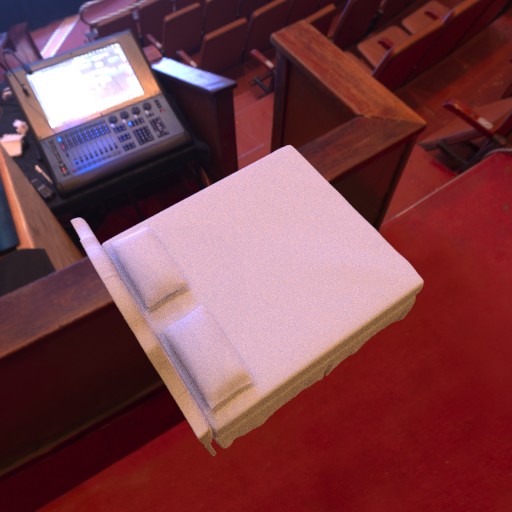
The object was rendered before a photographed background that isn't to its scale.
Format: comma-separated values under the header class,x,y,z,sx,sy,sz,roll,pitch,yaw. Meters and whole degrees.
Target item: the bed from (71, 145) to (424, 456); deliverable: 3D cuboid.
class,x,y,z,sx,sy,sz,roll,pitch,yaw
bed,0.000,0.000,3.635,2.214,1.615,2.008,-31,65,-16
